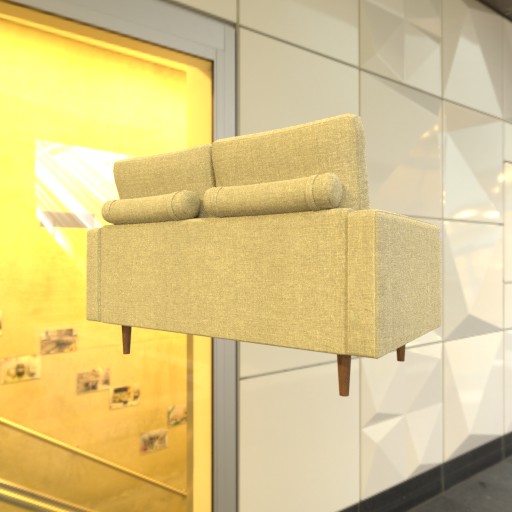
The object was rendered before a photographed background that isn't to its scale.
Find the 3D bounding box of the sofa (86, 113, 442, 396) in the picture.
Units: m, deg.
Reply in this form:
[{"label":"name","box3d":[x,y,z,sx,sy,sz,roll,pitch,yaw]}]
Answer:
[{"label":"sofa","box3d":[0.000,0.000,1.981,1.407,0.907,0.842,0,0,35]}]
